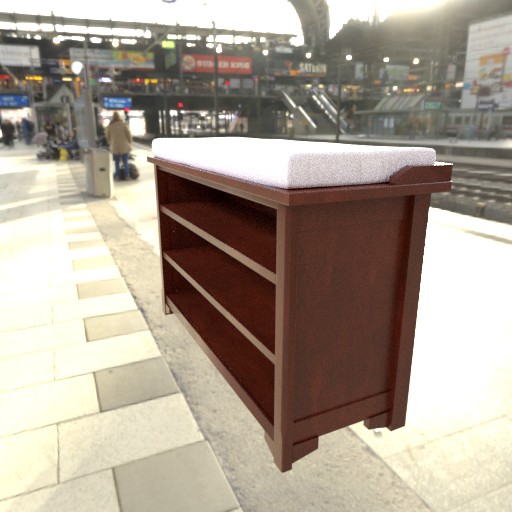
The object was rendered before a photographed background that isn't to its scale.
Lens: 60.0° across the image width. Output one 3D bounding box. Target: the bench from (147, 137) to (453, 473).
[{"bbox_3d":[0.000,0.000,1.288,0.369,0.646,0.987,-8,18,-25],"label":"bench"}]
